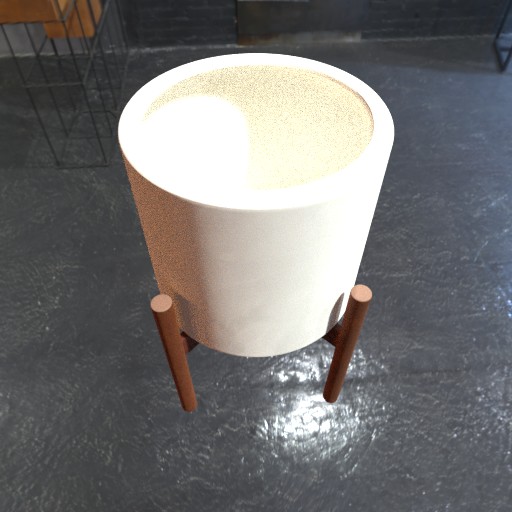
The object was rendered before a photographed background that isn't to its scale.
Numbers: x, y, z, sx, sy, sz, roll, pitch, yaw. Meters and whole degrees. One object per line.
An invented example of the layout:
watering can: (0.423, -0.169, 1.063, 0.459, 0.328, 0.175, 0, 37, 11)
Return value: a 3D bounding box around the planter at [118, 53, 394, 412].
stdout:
planter: (0.000, 0.000, 0.499, 0.224, 0.358, 0.224, -3, 49, -2)
